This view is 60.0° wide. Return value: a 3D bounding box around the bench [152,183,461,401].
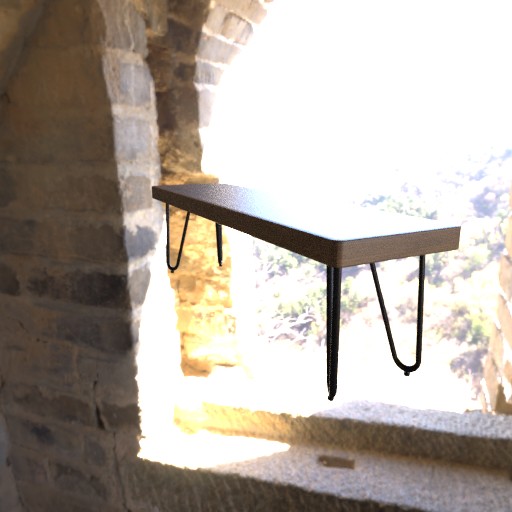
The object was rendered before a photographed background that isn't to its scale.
[{"bbox_3d":[0.000,0.000,1.807,0.425,0.462,1.570,-7,16,-27],"label":"bench"}]
